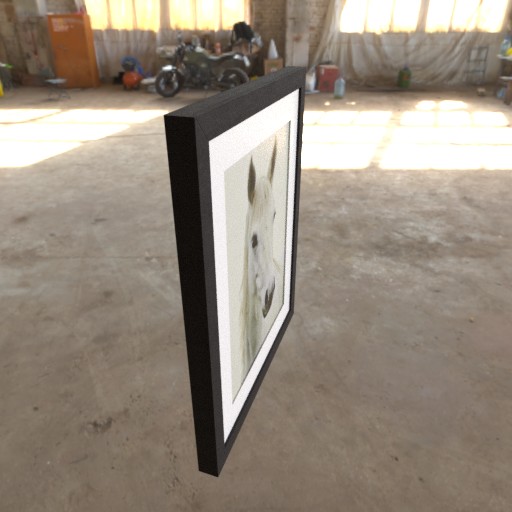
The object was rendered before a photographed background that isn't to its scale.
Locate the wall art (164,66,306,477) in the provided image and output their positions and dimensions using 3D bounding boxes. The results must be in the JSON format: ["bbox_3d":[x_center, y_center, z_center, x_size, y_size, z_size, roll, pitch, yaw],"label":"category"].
[{"bbox_3d":[0.000,0.000,0.755,0.034,0.552,0.455,10,31,17],"label":"wall art"}]
